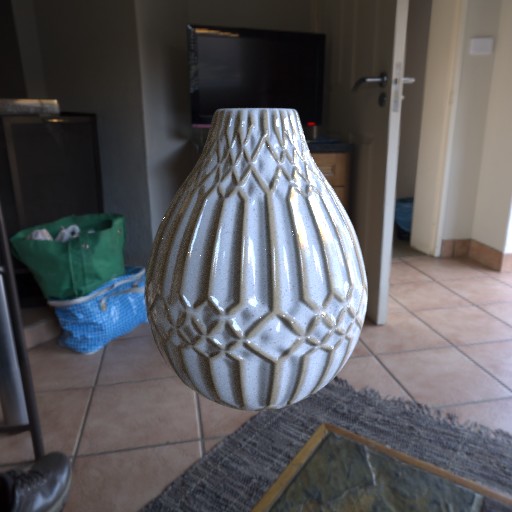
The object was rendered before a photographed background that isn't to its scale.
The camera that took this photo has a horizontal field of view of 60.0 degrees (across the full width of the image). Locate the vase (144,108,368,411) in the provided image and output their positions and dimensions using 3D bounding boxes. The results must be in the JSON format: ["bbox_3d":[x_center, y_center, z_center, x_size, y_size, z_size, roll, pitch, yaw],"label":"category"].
[{"bbox_3d":[0.000,0.000,0.318,0.159,0.200,0.159,0,17,0],"label":"vase"}]
